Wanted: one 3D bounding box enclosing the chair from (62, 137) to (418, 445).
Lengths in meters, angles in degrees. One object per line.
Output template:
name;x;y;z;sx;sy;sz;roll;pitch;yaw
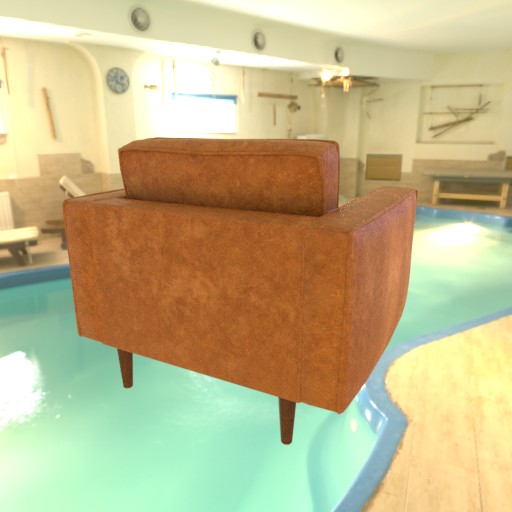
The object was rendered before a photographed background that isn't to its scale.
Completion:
chair;0.000;0.000;1.479;0.928;0.767;0.798;8;18;27
